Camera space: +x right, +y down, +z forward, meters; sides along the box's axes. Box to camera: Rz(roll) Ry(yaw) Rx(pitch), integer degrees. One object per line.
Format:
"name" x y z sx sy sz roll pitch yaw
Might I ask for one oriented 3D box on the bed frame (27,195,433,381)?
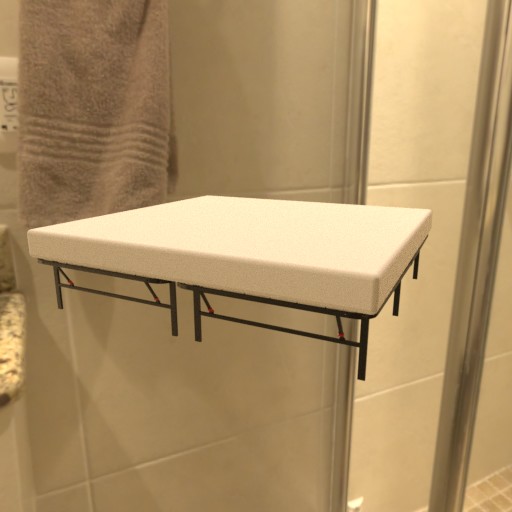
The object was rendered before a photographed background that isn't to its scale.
"bed frame" 0.000 0.000 3.032 2.033 0.525 1.935 7 16 26
